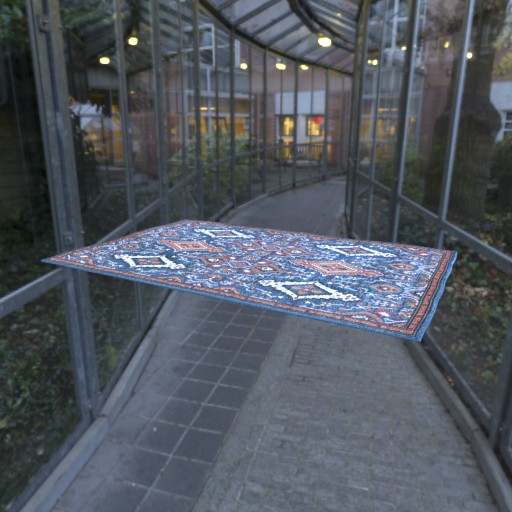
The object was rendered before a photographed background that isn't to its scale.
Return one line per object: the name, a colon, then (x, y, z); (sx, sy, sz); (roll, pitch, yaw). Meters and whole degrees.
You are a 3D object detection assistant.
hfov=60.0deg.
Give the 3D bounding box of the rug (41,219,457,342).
rug: (0.000, 0.000, 2.319); (1.847, 0.014, 1.195); (9, 18, 27)
